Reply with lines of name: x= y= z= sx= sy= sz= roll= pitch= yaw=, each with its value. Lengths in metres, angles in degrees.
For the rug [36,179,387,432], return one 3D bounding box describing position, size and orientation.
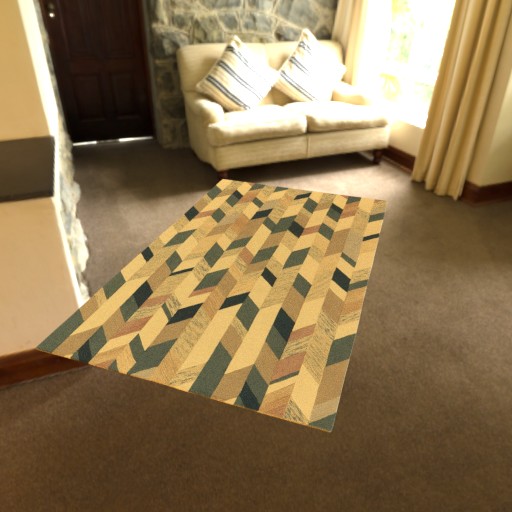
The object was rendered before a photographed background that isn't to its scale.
rug: x=0.000 y=0.000 z=2.988 sx=1.513 sy=0.008 sz=2.423 roll=10 pitch=33 yaw=16
